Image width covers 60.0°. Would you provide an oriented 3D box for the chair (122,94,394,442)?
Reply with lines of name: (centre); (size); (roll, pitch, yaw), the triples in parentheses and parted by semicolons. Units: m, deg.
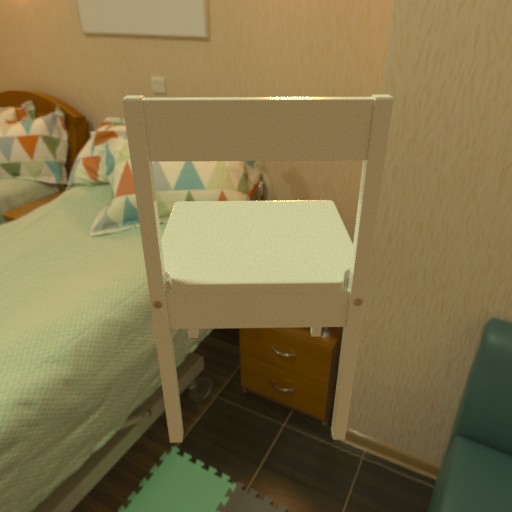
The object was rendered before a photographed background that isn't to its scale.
chair: (0.000, 0.000, 0.894); (0.367, 0.668, 0.361); (-1, 29, -1)
